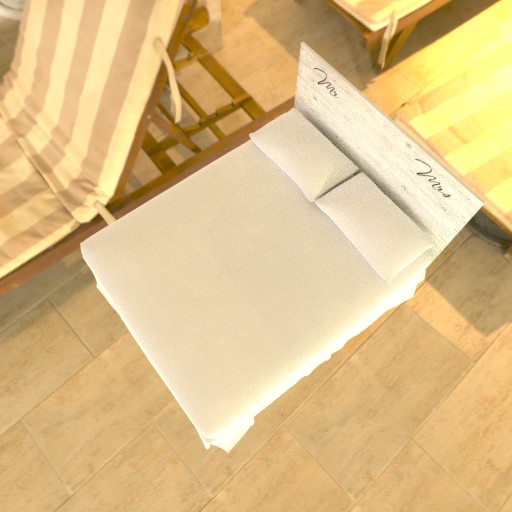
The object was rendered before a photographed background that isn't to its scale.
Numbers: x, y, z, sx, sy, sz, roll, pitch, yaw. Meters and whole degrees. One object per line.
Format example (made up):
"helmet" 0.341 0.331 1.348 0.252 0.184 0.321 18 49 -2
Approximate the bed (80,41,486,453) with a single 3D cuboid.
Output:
"bed" 0.000 0.000 3.089 2.094 1.335 1.745 -35 70 -15
